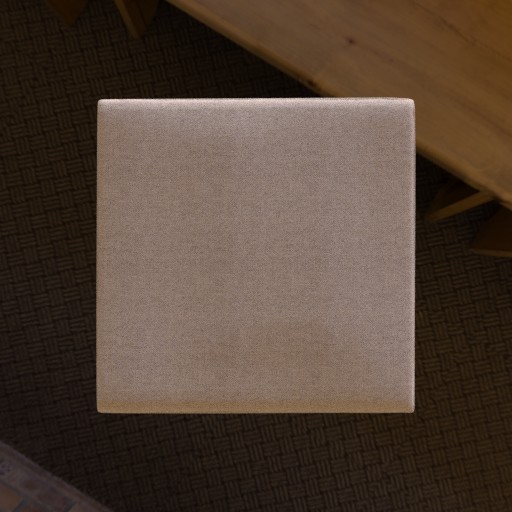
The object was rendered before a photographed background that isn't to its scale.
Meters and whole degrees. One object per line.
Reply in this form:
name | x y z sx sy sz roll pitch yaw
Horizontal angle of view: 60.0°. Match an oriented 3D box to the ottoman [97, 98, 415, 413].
ottoman | 0.000 0.000 1.502 0.982 0.381 0.973 0 90 0
